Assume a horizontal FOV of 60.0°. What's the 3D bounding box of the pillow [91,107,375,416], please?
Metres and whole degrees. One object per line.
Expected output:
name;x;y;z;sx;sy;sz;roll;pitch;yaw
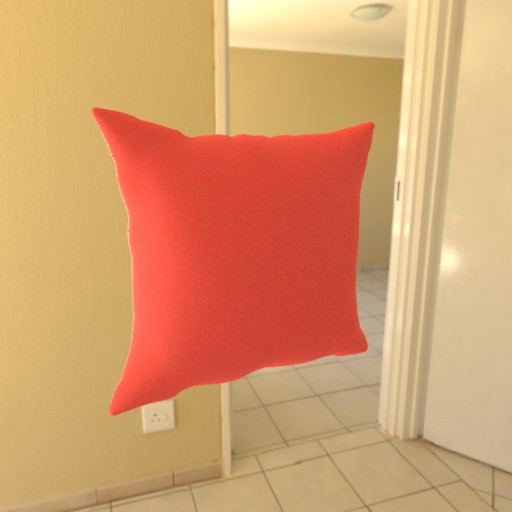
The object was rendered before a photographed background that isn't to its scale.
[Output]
pillow;0.000;0.000;0.819;0.559;0.501;0.229;-7;15;-27
